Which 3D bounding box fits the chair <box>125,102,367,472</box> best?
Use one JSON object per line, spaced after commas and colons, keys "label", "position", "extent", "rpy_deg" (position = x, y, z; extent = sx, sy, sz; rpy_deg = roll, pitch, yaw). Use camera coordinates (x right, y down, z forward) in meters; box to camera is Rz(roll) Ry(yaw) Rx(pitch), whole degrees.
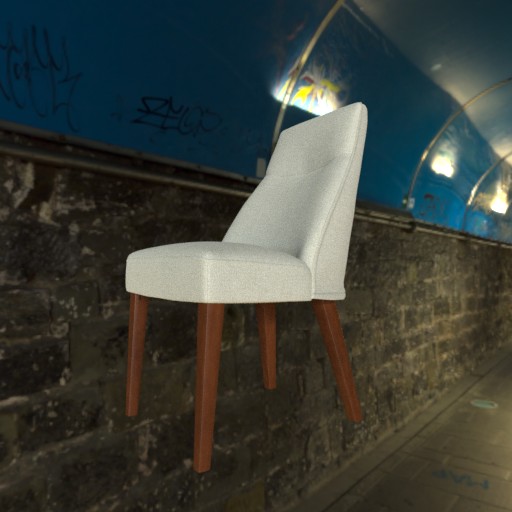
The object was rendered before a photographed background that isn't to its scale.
{"label": "chair", "position": [0.000, 0.000, 1.302], "extent": [0.620, 0.930, 0.500], "rpy_deg": [1, -1, -36]}
